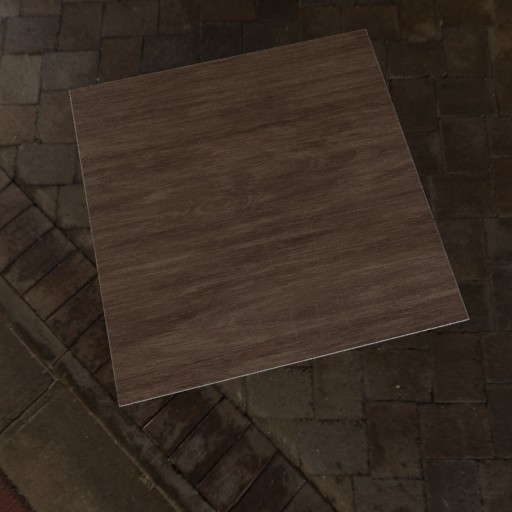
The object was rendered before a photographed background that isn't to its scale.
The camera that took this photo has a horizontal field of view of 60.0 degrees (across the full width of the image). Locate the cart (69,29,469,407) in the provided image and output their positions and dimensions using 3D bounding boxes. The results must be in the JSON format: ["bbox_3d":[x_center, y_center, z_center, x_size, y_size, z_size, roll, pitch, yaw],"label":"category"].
[{"bbox_3d":[0.000,0.000,1.068,0.521,0.762,0.520,-13,76,-3],"label":"cart"}]
